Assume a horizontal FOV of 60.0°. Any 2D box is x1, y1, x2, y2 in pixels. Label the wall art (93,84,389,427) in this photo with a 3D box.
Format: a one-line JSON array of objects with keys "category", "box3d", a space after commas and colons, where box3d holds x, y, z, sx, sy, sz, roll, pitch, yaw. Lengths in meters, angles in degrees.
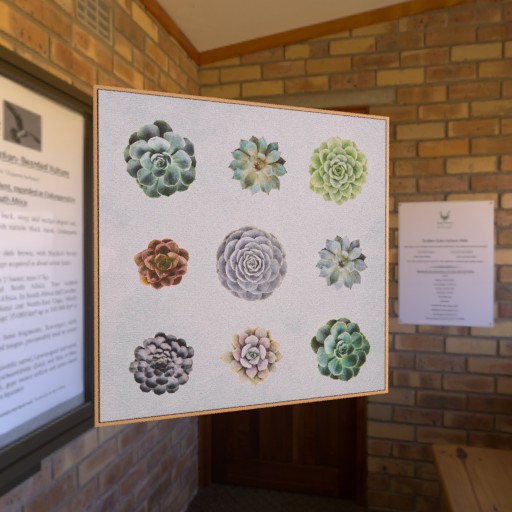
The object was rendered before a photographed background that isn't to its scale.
[{"category": "wall art", "box3d": [0.000, 0.000, 0.665, 0.457, 0.455, 0.013, 0, 1, -18]}]
